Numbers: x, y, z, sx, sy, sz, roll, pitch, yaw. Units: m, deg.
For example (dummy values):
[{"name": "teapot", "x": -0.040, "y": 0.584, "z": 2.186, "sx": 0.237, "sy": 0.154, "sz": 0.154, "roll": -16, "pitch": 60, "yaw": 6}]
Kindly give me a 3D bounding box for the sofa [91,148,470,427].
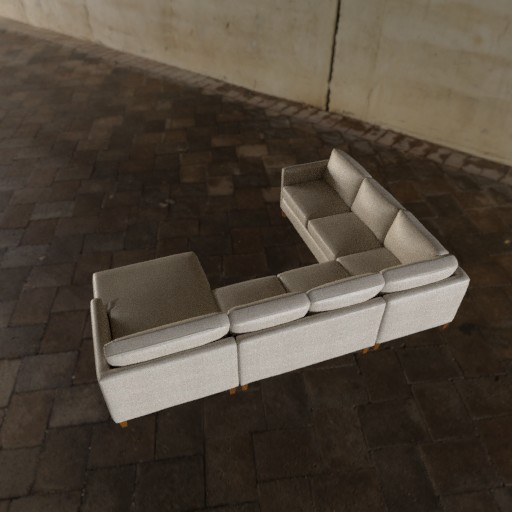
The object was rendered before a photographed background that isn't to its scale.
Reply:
[{"name": "sofa", "x": 0.000, "y": 0.000, "z": 4.838, "sx": 3.460, "sy": 0.961, "sz": 2.594, "roll": -13, "pitch": 42, "yaw": -15}]
